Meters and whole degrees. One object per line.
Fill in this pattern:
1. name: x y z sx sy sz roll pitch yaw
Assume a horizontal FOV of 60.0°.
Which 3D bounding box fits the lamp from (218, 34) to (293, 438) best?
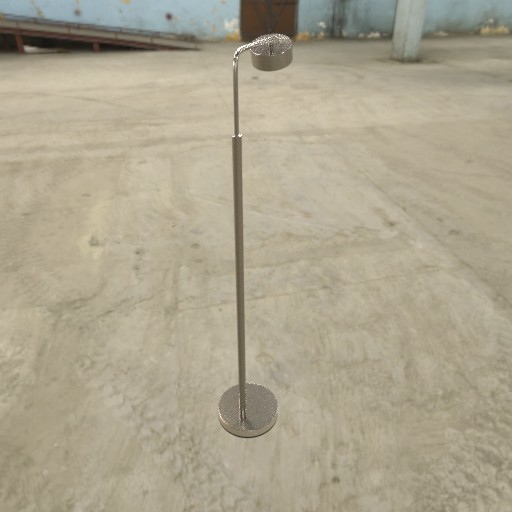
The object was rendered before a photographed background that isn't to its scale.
1. lamp: 0.000 0.000 1.421 0.222 1.250 0.421 9 32 15
